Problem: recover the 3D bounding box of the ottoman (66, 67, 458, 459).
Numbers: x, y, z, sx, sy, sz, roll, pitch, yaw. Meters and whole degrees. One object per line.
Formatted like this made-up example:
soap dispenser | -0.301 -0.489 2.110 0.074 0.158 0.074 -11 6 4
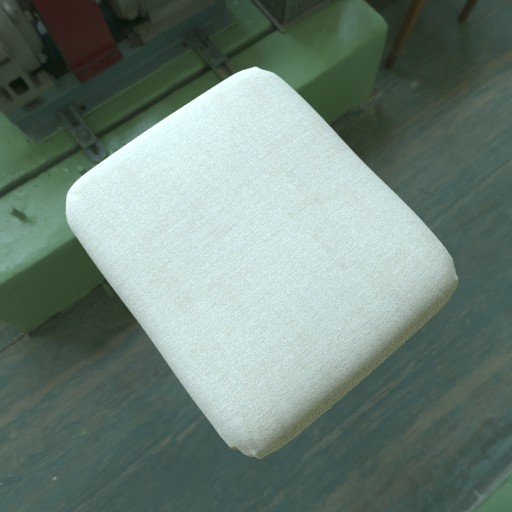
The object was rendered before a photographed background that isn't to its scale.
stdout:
ottoman | 0.000 0.000 1.114 0.622 0.450 0.747 -38 77 -10
